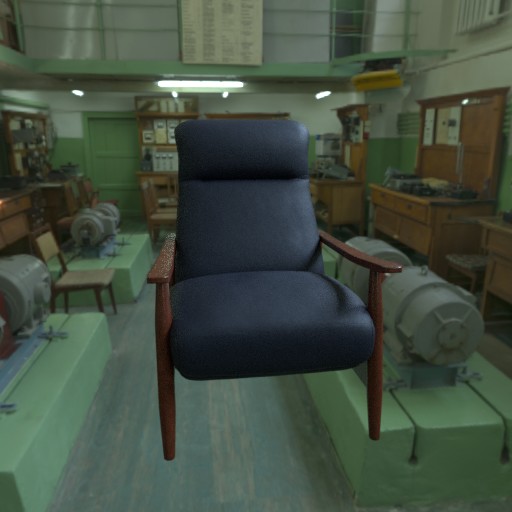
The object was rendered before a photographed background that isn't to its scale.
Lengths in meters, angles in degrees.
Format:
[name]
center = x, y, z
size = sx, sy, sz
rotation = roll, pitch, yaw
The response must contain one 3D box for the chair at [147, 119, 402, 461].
[chair]
center = 0.000, 0.000, 1.792
size = 0.762, 1.082, 1.014
rotation = -2, 15, -8
